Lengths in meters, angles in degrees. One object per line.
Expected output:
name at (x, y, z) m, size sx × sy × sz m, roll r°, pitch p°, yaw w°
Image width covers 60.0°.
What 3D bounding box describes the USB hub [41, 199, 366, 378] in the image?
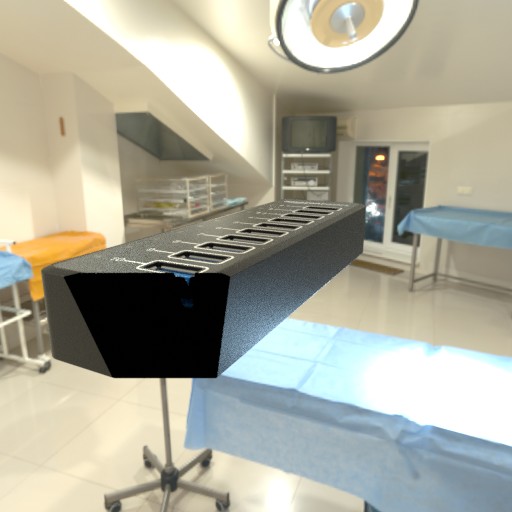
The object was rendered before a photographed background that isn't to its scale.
USB hub at (0.000, 0.000, 0.160) m, size 0.044 × 0.023 × 0.145 m, roll 8°, pitch 16°, yaw 27°
